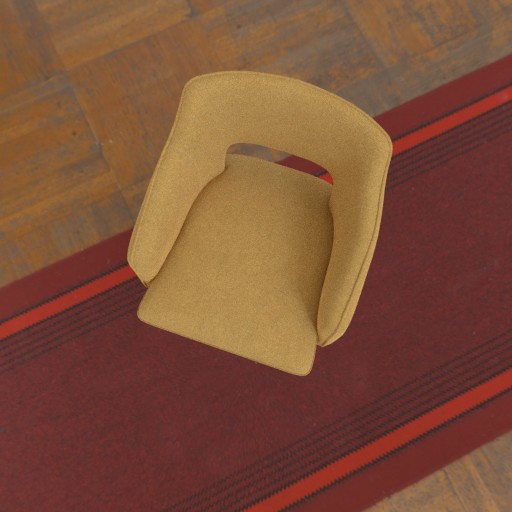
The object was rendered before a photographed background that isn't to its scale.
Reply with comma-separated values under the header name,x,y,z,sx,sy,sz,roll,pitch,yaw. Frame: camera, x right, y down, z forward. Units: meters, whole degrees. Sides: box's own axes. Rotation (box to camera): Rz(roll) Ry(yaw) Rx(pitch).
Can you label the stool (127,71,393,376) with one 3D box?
name,x,y,z,sx,sy,sz,roll,pitch,yaw
stool,0.000,0.000,1.271,0.548,0.924,0.558,18,77,4
